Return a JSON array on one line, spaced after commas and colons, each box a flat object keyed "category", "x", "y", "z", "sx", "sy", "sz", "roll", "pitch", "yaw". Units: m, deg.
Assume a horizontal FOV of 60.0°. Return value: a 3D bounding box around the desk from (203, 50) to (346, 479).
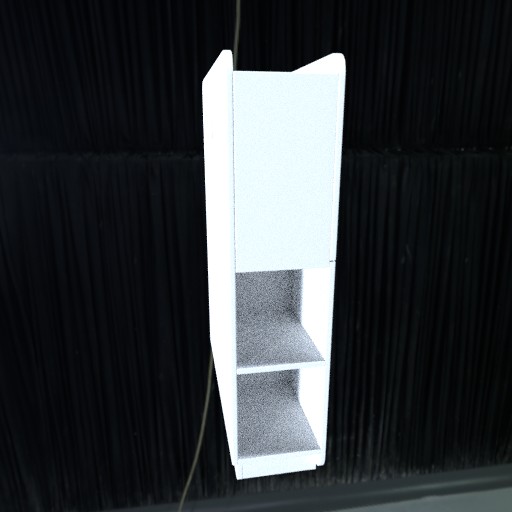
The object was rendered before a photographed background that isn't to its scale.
[{"category": "desk", "x": 0.000, "y": 0.000, "z": 1.524, "sx": 0.278, "sy": 1.190, "sz": 0.795, "roll": -3, "pitch": 17, "yaw": -10}]
